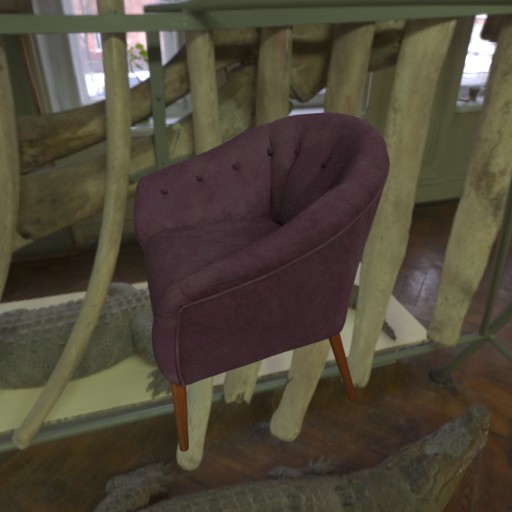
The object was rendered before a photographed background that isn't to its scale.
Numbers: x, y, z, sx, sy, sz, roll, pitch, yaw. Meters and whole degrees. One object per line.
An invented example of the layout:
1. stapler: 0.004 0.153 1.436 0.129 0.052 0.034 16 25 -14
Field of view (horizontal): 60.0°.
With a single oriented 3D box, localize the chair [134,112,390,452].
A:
1. chair: 0.000 0.000 1.529 0.776 0.885 0.851 -9 32 -15
